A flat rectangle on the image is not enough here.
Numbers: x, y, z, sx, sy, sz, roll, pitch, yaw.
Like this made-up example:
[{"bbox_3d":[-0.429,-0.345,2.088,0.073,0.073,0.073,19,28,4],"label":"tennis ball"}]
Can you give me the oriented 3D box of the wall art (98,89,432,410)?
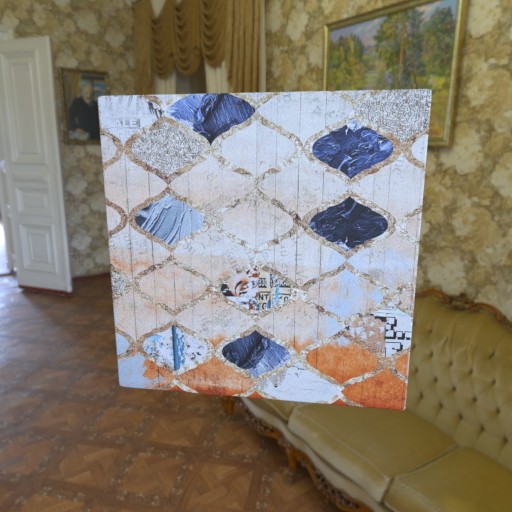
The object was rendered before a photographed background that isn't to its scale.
[{"bbox_3d":[0.000,0.000,1.316,0.912,0.914,0.039,2,13,9],"label":"wall art"}]
